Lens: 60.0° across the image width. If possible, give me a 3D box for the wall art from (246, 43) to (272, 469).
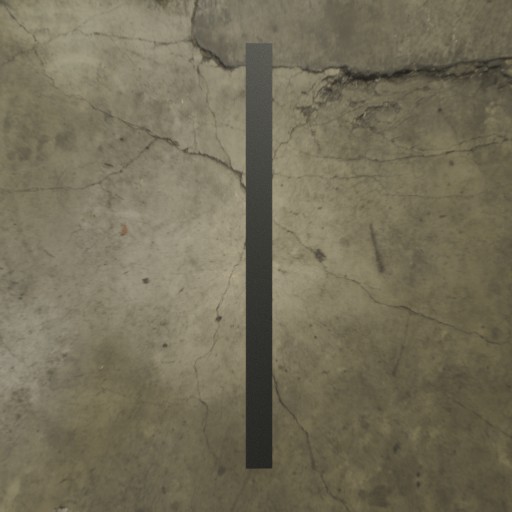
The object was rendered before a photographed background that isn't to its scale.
[{"bbox_3d":[0.000,0.000,0.755,0.029,0.559,0.457,0,90,-1],"label":"wall art"}]
